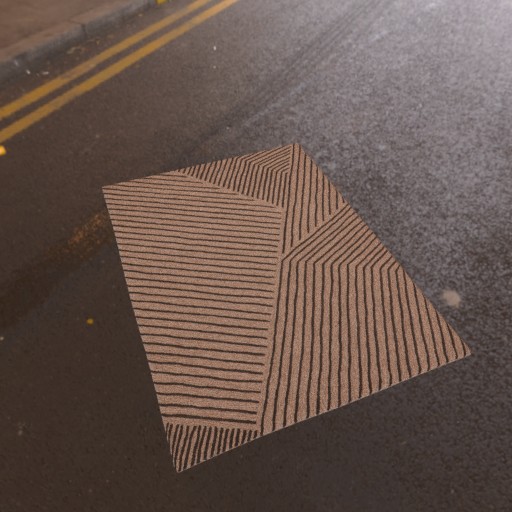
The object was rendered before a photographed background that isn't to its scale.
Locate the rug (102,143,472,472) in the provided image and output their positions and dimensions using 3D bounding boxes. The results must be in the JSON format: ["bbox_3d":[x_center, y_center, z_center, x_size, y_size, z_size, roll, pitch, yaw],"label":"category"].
[{"bbox_3d":[0.000,0.000,3.198,1.829,0.028,2.449,-16,49,-15],"label":"rug"}]
